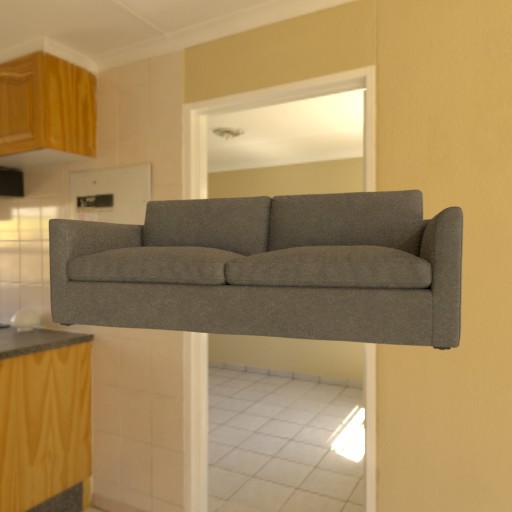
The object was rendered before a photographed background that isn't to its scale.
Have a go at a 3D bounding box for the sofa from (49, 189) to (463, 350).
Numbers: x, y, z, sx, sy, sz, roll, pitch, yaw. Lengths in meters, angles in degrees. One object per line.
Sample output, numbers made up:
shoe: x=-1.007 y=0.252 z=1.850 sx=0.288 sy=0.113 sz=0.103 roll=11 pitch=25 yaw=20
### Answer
sofa: x=0.000 y=0.000 z=2.770 sx=2.257 sy=0.838 sz=1.092 roll=0 pitch=0 yaw=18
